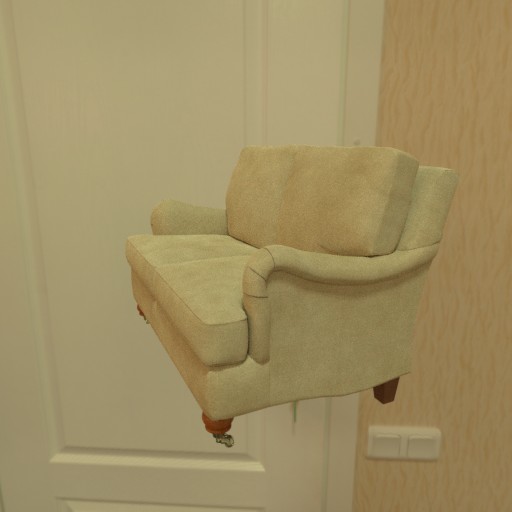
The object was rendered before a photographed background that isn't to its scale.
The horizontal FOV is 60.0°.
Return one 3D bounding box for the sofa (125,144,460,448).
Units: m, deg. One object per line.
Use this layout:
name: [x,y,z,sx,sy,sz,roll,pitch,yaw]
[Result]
sofa: [0.000,0.000,2.227,1.086,1.087,1.498,-7,16,-24]
